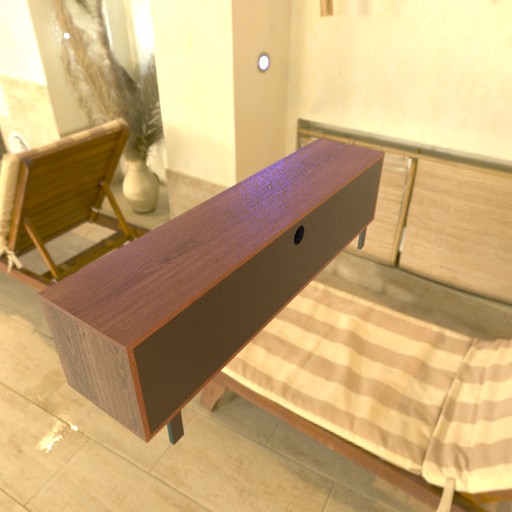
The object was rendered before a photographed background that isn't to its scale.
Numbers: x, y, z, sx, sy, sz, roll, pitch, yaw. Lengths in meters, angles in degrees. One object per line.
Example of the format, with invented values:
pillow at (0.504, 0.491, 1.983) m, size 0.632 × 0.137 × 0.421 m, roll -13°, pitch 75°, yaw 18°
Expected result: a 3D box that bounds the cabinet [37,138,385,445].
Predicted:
cabinet at (0.000, 0.000, 1.863) m, size 0.400 × 0.500 × 1.650 m, roll 21°, pitch 38°, yaw 29°
